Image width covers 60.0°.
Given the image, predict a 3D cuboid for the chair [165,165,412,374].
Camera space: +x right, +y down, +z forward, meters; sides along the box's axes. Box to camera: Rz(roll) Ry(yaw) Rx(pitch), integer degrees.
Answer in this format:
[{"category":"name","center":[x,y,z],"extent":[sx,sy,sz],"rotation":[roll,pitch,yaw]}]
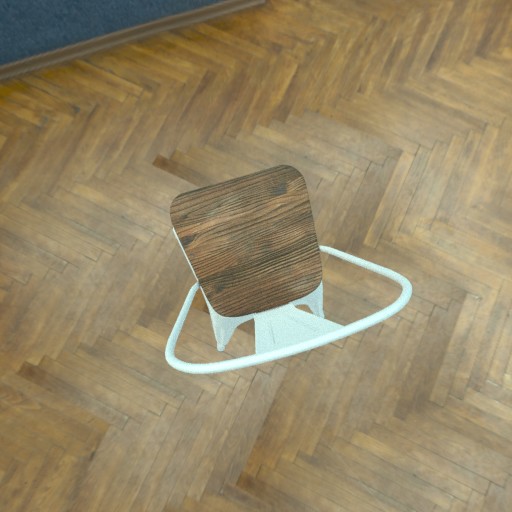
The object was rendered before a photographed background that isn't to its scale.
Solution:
[{"category":"chair","center":[0.000,0.000,1.138],"extent":[0.452,0.851,0.521],"rotation":[-17,77,-4]}]
